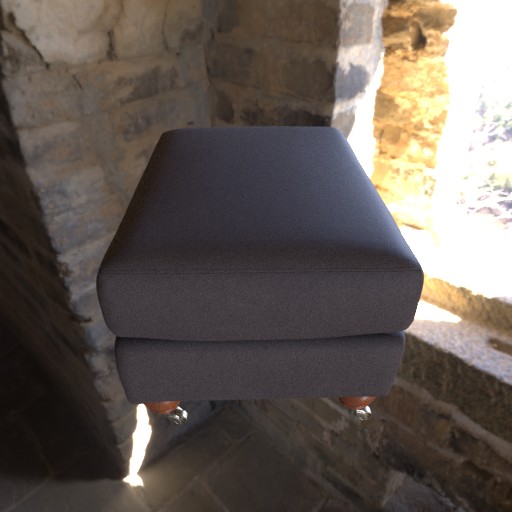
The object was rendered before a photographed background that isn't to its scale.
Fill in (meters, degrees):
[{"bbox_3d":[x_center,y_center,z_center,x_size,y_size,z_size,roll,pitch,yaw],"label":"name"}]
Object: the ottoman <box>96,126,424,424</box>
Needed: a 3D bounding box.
[{"bbox_3d":[0.000,0.000,1.143,0.574,0.497,0.773,-1,33,-1],"label":"ottoman"}]
